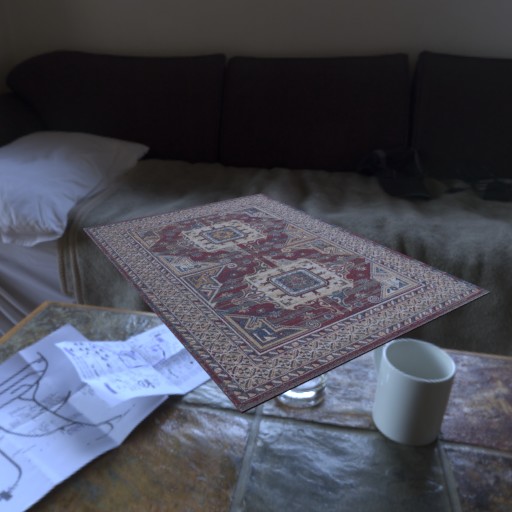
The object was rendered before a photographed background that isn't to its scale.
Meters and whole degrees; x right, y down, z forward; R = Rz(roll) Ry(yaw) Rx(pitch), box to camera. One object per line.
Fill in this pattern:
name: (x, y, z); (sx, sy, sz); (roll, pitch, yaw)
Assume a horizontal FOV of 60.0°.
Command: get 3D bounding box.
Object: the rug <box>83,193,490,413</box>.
rug: (0.000, 0.000, 2.850); (1.599, 0.011, 2.210); (-16, 29, -30)
